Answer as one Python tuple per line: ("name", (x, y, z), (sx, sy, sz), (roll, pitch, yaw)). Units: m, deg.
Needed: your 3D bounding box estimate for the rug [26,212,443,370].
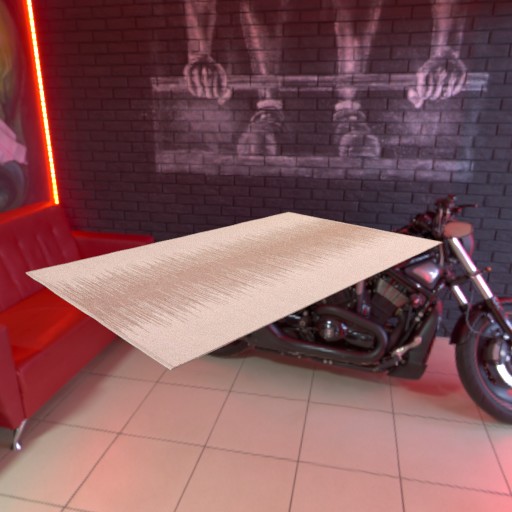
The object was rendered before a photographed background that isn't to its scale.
("rug", (0.000, 0.000, 2.999), (1.522, 0.012, 2.440), (17, 24, 42))
